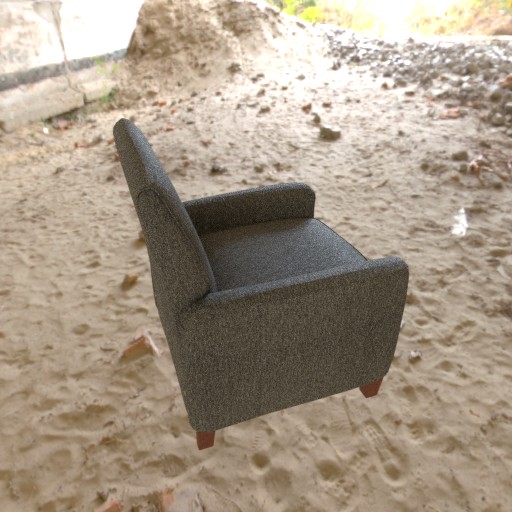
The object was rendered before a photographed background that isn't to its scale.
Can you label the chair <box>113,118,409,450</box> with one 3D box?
[{"bbox_3d":[0.000,0.000,1.679,0.864,1.014,0.848,-11,32,-17],"label":"chair"}]
